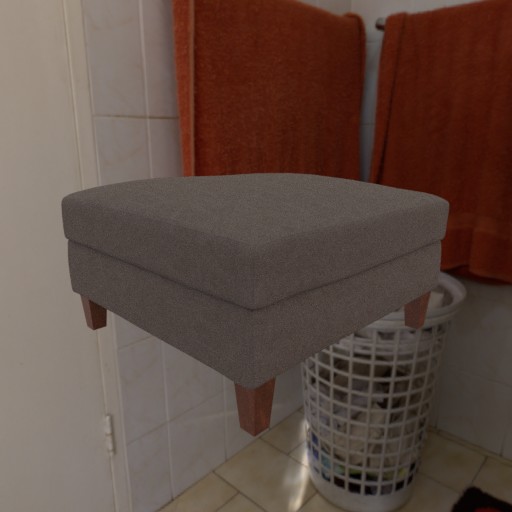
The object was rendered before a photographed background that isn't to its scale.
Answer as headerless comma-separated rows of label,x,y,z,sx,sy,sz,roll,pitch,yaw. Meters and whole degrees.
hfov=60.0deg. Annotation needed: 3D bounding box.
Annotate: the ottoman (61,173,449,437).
ottoman,0.000,0.000,1.405,0.861,0.482,0.881,15,21,43
